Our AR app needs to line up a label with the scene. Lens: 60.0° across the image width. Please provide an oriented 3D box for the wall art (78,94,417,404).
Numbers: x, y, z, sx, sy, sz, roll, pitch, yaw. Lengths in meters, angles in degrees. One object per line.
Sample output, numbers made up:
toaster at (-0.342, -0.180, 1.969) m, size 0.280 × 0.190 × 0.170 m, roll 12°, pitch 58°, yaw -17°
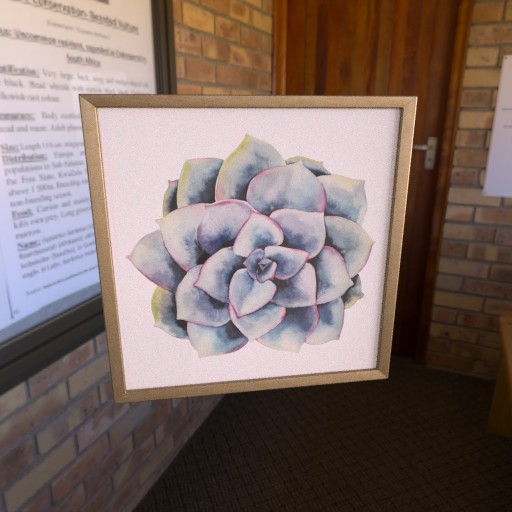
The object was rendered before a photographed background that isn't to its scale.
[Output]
wall art at (0.000, 0.000, 0.742) m, size 0.503 × 0.506 × 0.030 m, roll -3°, pitch 18°, yaw -8°
